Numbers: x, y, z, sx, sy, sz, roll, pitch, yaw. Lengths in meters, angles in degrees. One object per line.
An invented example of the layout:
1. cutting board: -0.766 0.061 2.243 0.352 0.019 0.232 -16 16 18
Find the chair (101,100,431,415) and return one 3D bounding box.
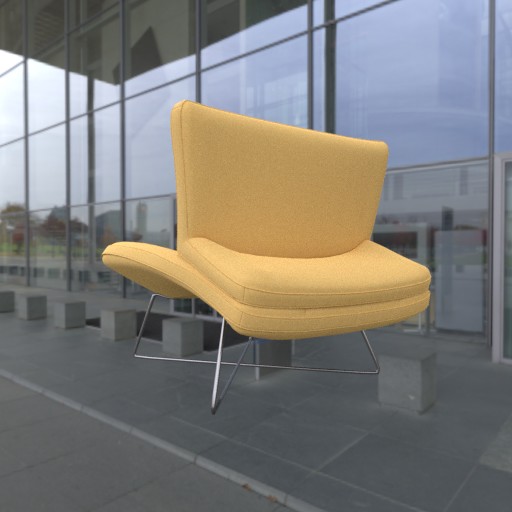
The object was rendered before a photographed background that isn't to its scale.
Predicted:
1. chair: 0.000 0.000 1.622 0.859 0.855 1.008 -1 1 -35
